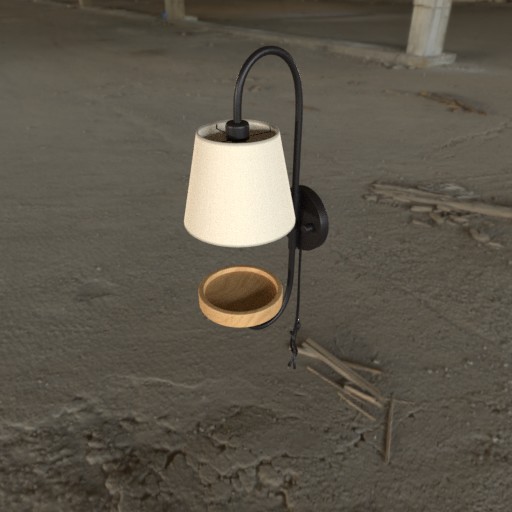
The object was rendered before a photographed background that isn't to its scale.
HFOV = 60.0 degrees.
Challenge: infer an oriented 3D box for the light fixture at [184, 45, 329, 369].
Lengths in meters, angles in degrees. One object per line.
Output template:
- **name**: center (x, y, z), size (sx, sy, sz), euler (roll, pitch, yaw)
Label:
- **light fixture**: center (0.000, 0.000, 0.955), size (0.299, 0.821, 0.220), euler (-21, 38, -29)
